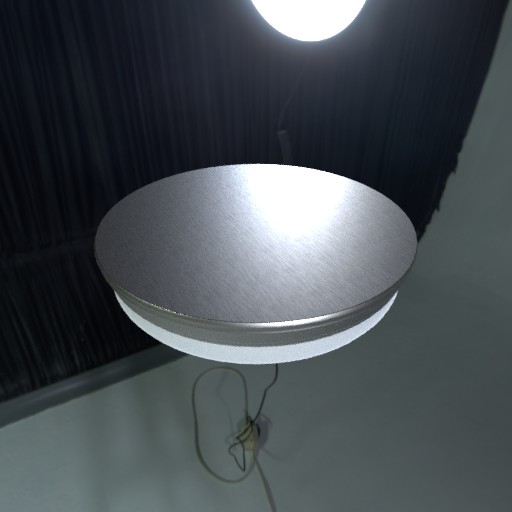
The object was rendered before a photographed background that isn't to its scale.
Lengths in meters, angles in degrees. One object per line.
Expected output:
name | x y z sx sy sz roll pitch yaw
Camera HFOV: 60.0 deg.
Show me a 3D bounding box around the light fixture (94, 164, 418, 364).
light fixture | 0.000 0.000 0.552 0.368 0.100 0.368 0 33 0
